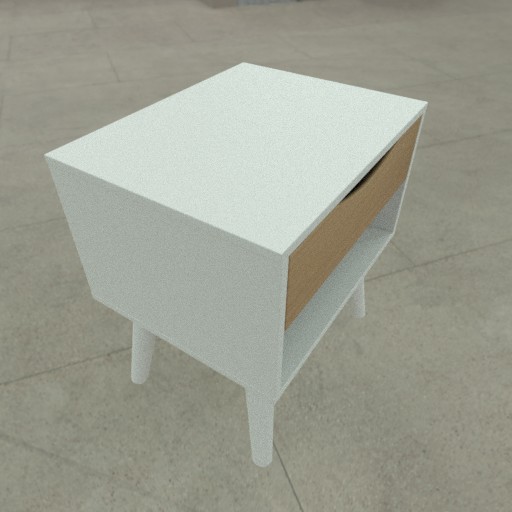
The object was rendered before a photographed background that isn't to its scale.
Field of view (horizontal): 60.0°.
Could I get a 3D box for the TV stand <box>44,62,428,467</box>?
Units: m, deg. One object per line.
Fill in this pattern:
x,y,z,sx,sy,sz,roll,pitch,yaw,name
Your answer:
0.000,0.000,0.902,0.405,0.559,0.508,23,46,25,TV stand
